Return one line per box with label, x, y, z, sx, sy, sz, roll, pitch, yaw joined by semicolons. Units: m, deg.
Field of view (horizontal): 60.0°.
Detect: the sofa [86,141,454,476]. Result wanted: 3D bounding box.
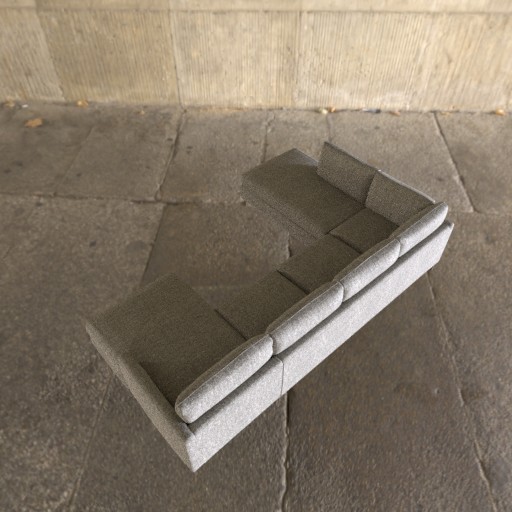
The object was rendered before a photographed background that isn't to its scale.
sofa;0.000;0.000;3.604;2.737;0.756;1.879;-32;54;-27
